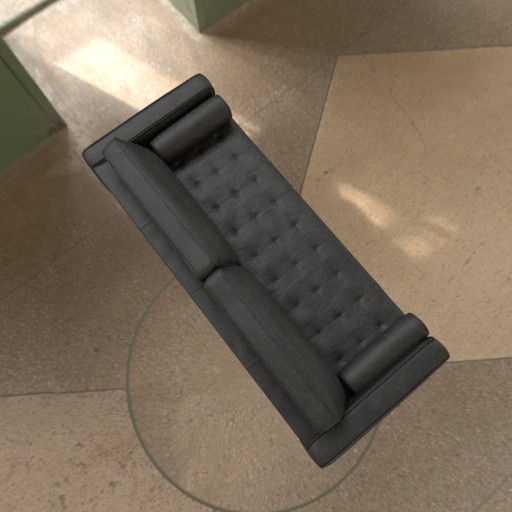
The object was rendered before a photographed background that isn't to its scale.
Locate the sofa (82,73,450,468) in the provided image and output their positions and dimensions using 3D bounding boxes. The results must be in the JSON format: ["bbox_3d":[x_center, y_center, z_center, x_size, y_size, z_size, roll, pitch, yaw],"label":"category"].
[{"bbox_3d":[0.000,0.000,2.610,0.914,0.762,2.210,-38,78,-9],"label":"sofa"}]
